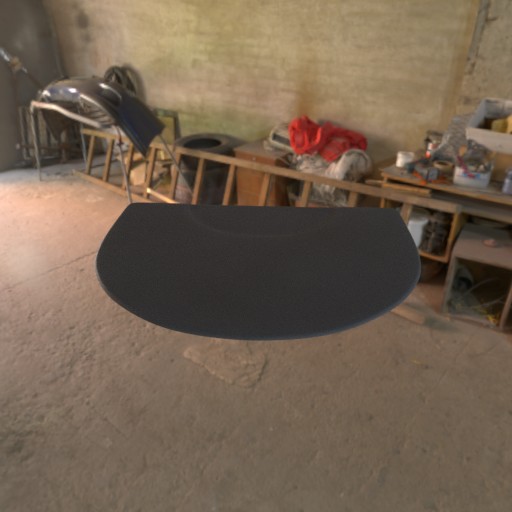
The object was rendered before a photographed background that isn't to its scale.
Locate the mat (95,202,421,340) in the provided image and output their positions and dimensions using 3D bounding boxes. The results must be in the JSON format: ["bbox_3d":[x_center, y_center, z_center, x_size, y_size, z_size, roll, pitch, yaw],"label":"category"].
[{"bbox_3d":[0.000,0.000,1.619,1.220,0.016,0.917,2,30,3],"label":"mat"}]
